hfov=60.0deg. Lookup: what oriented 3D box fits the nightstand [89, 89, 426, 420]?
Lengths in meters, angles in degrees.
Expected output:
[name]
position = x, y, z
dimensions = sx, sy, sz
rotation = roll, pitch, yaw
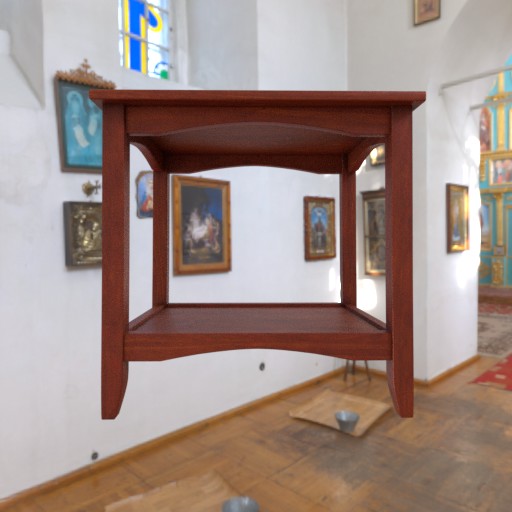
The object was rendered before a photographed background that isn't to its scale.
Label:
[nightstand]
position = 0.000, 0.000, 0.987
dimensions = 0.558, 0.558, 0.501
rotation = 0, 1, -1
